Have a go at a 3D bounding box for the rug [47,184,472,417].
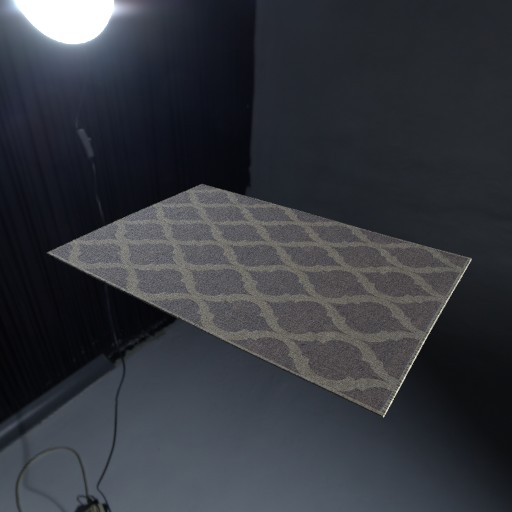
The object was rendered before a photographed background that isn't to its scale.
[{"bbox_3d":[0.000,0.000,2.847,2.284,0.008,1.522,19,35,30],"label":"rug"}]
